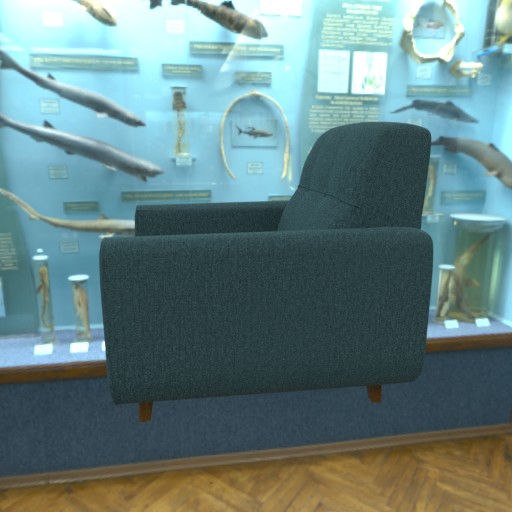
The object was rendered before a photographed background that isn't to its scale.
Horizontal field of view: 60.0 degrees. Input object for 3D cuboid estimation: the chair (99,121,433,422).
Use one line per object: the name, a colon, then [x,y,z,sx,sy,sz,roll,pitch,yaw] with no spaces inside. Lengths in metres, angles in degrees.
chair: [0.000,0.000,1.633,0.964,0.940,0.880,-2,13,-8]
